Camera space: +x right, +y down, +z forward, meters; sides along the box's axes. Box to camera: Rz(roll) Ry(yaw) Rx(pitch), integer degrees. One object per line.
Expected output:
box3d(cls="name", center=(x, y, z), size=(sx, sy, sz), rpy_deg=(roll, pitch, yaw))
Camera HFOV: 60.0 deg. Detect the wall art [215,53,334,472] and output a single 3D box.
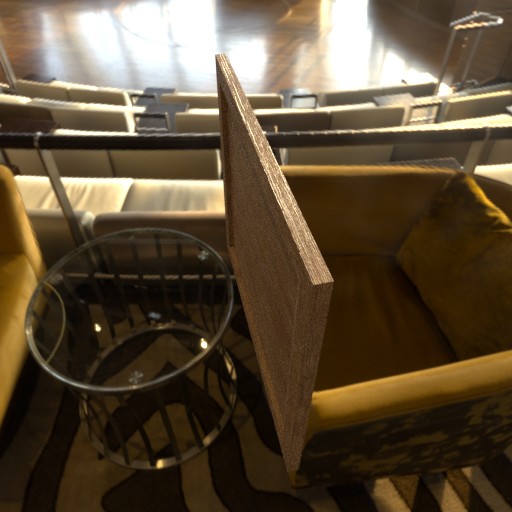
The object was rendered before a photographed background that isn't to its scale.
box3d(cls="wall art", center=(0.000, 0.000, 0.949), size=(0.026, 0.588, 0.690), rpy_deg=(-9, 46, -9))
